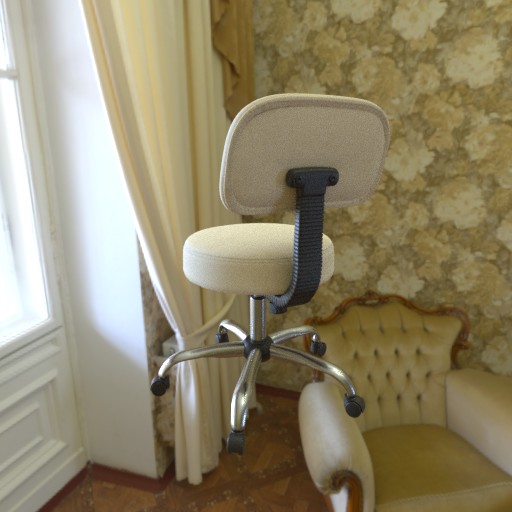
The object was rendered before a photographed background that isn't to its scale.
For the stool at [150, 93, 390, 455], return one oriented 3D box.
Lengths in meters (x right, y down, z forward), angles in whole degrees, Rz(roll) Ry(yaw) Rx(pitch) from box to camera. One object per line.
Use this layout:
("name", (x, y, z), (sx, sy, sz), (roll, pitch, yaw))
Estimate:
("stool", (0.000, 0.000, 1.245), (0.609, 0.810, 0.616), (-7, 16, -24))
